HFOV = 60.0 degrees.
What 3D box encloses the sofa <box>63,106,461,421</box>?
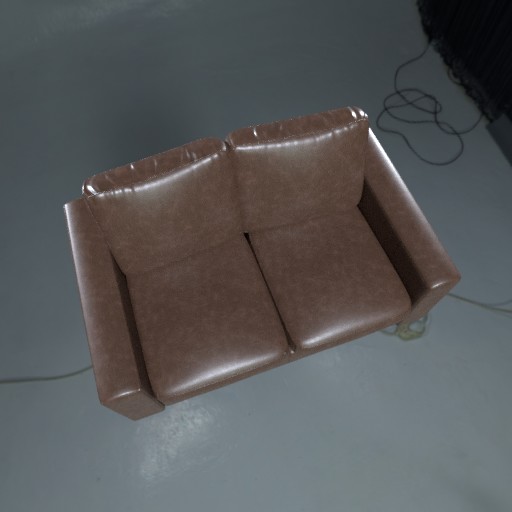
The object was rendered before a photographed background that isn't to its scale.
[{"bbox_3d":[0.000,0.000,2.134,1.616,0.873,1.016,-18,65,-9],"label":"sofa"}]
